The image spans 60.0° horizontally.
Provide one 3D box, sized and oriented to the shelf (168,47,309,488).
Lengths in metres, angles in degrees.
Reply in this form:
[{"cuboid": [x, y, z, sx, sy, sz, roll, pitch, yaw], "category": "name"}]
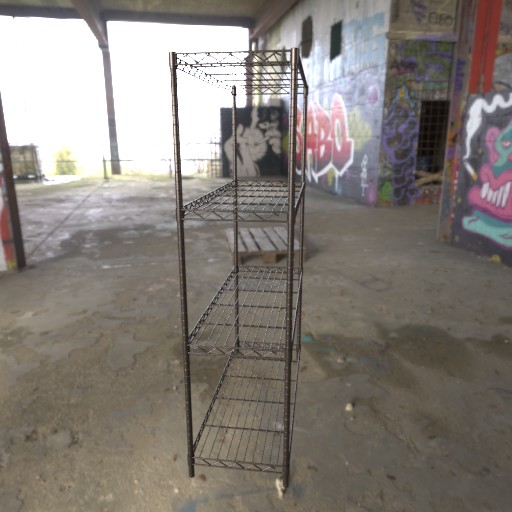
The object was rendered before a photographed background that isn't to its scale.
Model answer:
[{"cuboid": [0.000, 0.000, 1.765, 0.352, 1.361, 0.907, 2, 15, 8], "category": "shelf"}]
